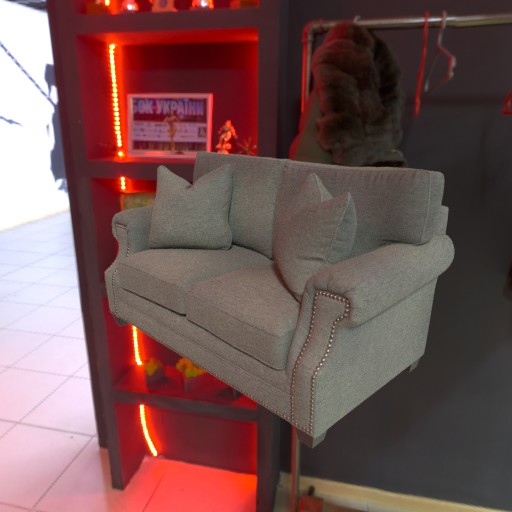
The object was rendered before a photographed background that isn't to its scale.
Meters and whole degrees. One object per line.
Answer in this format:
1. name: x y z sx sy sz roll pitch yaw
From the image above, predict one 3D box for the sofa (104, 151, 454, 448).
1. sofa: 0.000 0.000 2.287 0.966 0.966 1.701 -16 23 -42
